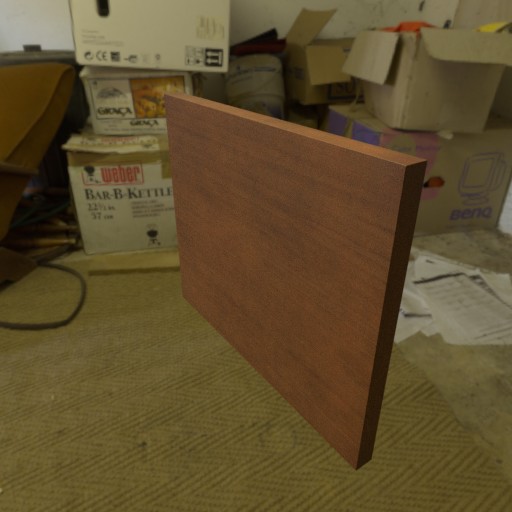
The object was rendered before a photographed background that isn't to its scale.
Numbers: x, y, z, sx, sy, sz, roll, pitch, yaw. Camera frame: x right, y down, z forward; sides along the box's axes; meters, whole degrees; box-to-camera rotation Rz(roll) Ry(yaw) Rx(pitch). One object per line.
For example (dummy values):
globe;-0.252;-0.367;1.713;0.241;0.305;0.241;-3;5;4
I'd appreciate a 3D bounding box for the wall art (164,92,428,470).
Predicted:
wall art;0.000;0.000;0.749;0.033;0.457;0.558;-18;33;-30
